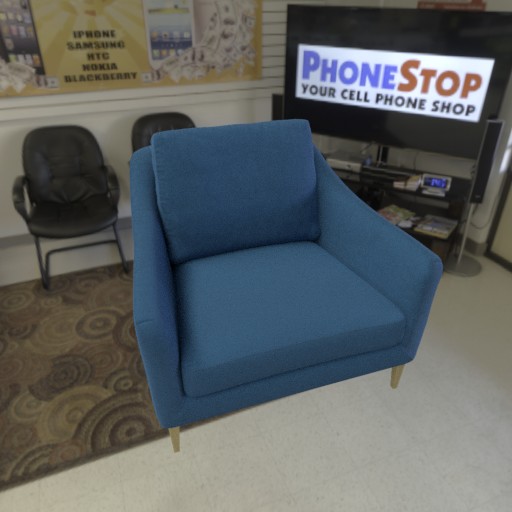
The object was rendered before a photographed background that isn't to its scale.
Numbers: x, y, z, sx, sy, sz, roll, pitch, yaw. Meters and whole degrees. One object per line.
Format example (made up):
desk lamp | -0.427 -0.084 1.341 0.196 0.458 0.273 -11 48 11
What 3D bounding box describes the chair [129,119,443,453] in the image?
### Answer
chair | 0.000 0.000 1.742 0.987 0.899 0.961 -10 32 -16
